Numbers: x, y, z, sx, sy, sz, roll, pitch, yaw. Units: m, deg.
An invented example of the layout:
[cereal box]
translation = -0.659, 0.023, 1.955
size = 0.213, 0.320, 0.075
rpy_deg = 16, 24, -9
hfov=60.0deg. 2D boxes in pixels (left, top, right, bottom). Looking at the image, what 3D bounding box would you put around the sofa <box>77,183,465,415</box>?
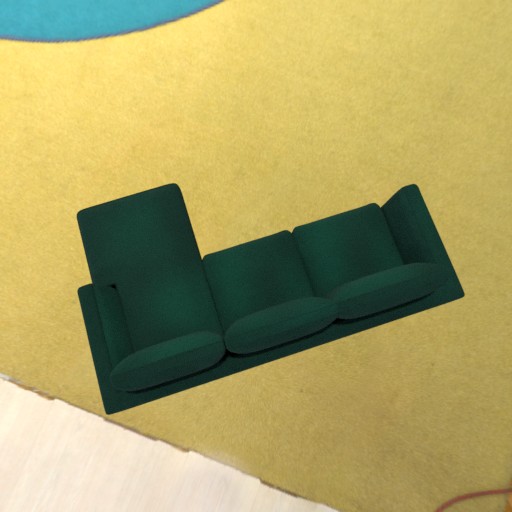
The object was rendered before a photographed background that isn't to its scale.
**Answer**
[sofa]
translation = 0.000, 0.000, 3.231
size = 2.441, 1.007, 1.489
rpy_deg = -17, 77, -4
